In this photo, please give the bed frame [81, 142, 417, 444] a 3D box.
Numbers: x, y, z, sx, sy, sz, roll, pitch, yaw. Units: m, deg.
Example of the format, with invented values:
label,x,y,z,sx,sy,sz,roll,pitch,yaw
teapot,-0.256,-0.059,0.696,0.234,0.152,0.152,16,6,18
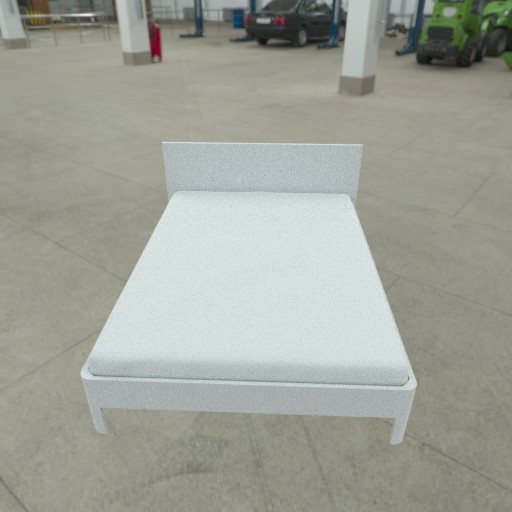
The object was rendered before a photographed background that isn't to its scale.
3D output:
label,x,y,z,sx,sy,sz,roll,pitch,yaw
bed frame,0.000,0.000,2.670,1.490,0.800,1.950,1,31,2
